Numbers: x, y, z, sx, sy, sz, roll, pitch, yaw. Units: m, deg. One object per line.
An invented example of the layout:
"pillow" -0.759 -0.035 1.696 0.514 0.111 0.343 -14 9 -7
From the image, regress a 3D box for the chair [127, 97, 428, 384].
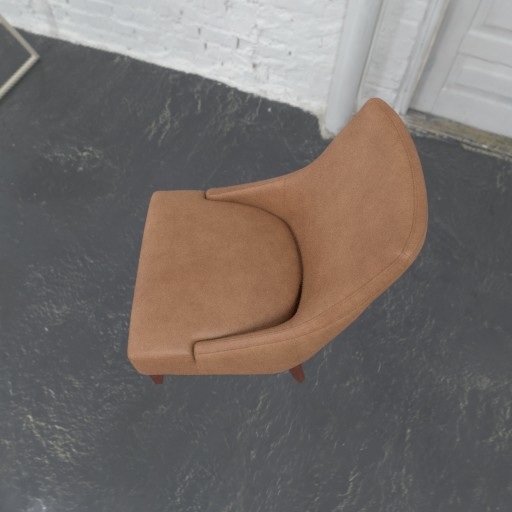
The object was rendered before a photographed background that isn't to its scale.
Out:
"chair" 0.000 0.000 1.520 0.861 0.909 0.701 0 59 0
